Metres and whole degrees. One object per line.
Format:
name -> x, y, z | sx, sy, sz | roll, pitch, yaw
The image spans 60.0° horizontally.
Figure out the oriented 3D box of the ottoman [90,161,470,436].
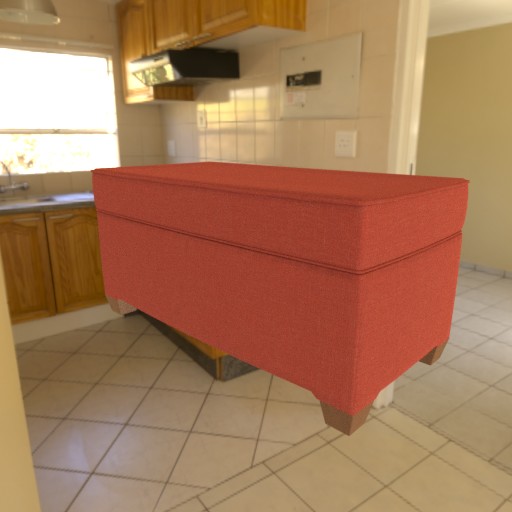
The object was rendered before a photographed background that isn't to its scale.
ottoman -> 0.000, 0.000, 1.223 | 0.948, 0.454, 0.497 | 14, 21, 42
